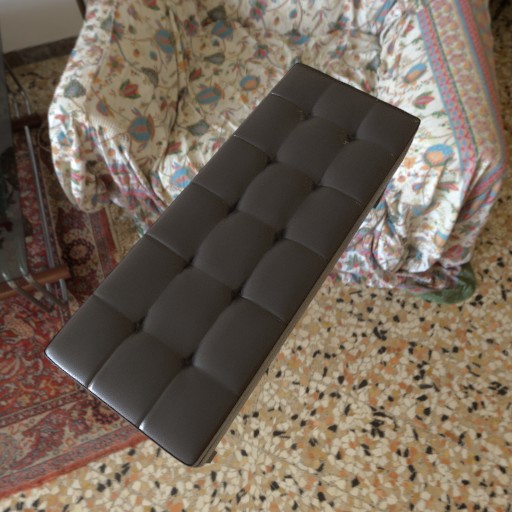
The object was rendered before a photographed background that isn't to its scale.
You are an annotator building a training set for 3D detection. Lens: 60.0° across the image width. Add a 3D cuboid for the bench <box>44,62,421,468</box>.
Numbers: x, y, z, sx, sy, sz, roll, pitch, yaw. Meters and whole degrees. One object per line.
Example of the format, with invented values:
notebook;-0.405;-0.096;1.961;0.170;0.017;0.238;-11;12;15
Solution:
bench;0.000;0.000;1.321;0.432;0.460;1.105;31;69;14
